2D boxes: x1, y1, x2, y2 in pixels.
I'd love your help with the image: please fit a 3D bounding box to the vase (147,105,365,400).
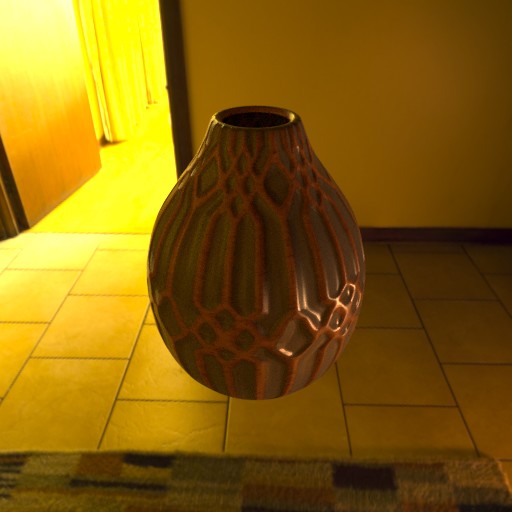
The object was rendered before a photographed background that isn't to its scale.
[{"bbox_3d":[0.000,0.000,0.140,0.069,0.088,0.069,0,33,0],"label":"vase"}]
